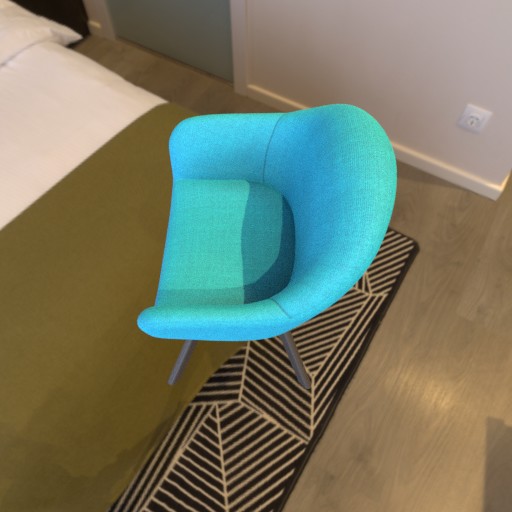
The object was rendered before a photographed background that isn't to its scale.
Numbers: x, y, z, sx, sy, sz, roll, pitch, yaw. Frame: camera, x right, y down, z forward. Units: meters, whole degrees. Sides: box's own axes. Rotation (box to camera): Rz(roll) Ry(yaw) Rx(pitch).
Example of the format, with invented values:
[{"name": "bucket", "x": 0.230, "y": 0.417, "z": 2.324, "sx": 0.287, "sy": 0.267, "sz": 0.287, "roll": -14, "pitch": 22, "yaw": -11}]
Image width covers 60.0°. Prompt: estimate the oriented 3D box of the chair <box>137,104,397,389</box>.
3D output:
[{"name": "chair", "x": 0.000, "y": 0.000, "z": 1.194, "sx": 0.550, "sy": 0.795, "sz": 0.590, "roll": 1, "pitch": 59, "yaw": 1}]
